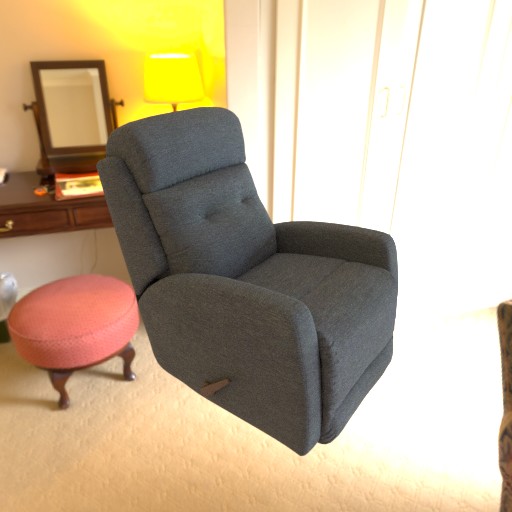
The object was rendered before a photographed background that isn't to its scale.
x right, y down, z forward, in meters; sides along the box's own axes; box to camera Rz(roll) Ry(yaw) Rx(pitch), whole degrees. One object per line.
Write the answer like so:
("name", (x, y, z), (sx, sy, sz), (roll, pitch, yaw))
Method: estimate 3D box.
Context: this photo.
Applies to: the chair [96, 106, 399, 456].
("chair", (0.000, 0.000, 1.735), (1.043, 1.013, 0.798), (19, 33, 33))
